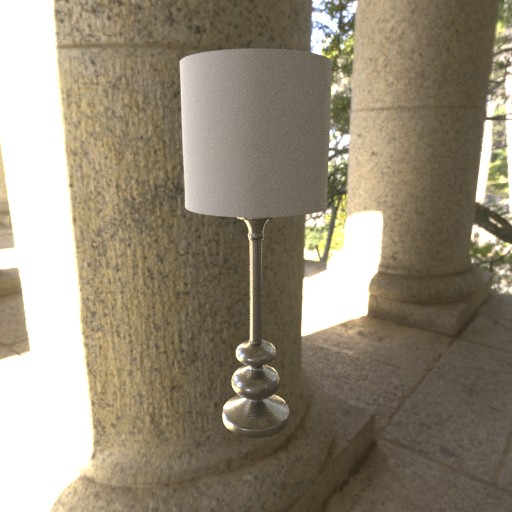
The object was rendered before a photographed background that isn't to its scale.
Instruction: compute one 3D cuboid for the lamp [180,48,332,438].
[{"bbox_3d":[0.000,0.000,0.827,0.254,0.690,0.254,2,15,8],"label":"lamp"}]
